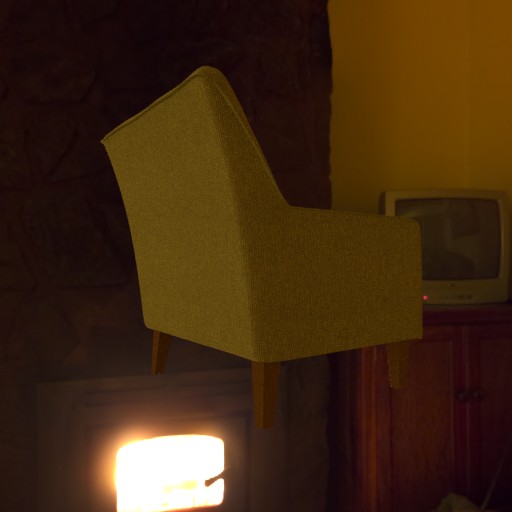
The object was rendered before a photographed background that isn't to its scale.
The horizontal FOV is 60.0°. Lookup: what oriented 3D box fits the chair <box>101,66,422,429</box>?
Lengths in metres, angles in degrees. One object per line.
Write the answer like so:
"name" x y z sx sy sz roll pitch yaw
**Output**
"chair" 0.000 0.000 1.604 0.899 0.919 0.780 1 -1 -36
